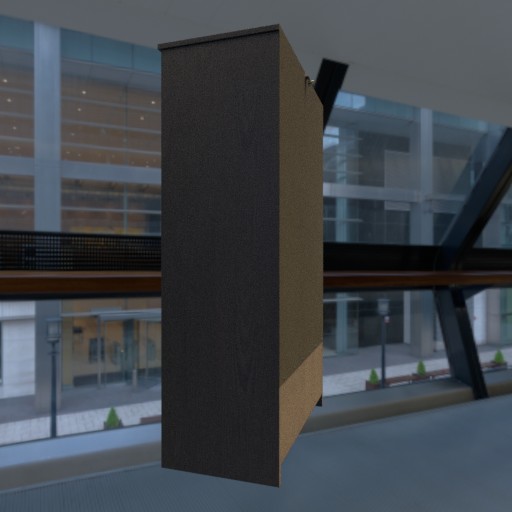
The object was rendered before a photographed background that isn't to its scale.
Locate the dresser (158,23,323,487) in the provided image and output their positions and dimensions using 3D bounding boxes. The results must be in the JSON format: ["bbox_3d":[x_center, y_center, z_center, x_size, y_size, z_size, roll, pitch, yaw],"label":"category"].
[{"bbox_3d":[0.000,0.000,1.584,0.418,1.254,0.704,0,0,18],"label":"dresser"}]
